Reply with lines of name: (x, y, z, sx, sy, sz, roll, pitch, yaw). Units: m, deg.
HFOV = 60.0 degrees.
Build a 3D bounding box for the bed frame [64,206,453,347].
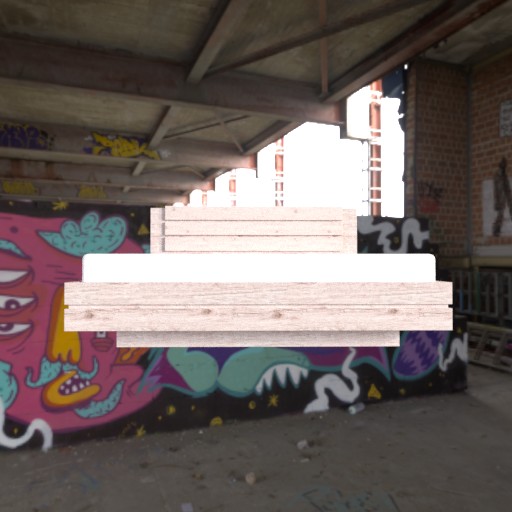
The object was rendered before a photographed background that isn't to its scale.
bed frame: (0.000, 0.000, 3.169, 1.950, 0.970, 2.080, 0, -1, -1)
